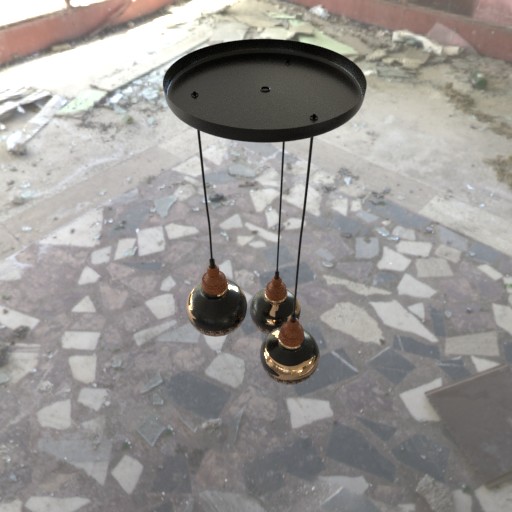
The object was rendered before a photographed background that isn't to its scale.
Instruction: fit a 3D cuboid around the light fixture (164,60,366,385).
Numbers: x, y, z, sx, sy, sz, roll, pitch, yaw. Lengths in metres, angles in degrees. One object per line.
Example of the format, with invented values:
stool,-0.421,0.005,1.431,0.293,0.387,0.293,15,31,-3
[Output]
light fixture,0.000,0.000,1.727,0.605,1.410,0.608,-9,47,-9
